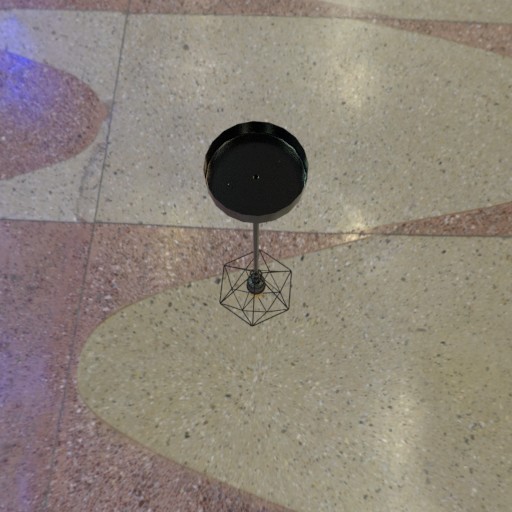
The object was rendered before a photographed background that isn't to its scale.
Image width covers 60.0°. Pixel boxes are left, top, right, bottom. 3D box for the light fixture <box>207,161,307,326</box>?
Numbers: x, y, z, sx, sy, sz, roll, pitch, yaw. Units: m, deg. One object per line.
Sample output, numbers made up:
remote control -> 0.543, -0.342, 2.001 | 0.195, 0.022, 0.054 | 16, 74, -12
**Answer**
light fixture -> 0.000, 0.000, 2.085 | 0.431, 1.764, 0.487 | 5, 74, 1
